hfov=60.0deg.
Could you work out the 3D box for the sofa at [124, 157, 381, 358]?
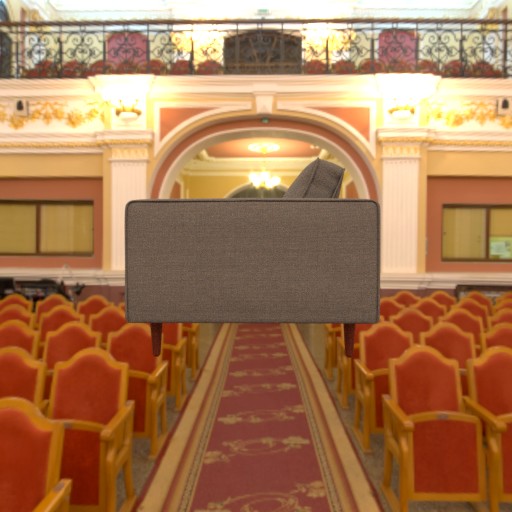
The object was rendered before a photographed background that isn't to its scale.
[{"bbox_3d":[0.000,0.000,2.618,0.914,0.762,2.198,0,0,1],"label":"sofa"}]
